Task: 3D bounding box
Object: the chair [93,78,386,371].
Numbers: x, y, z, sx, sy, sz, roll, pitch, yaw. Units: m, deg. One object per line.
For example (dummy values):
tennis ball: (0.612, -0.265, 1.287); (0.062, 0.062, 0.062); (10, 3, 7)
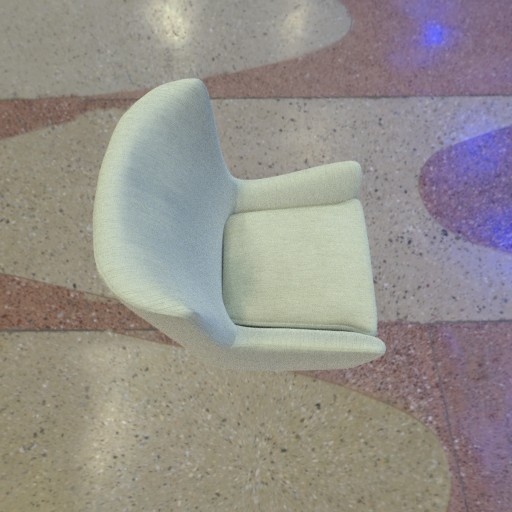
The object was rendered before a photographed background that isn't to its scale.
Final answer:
chair: (0.000, 0.000, 1.663); (0.904, 1.000, 0.779); (-1, 65, 0)
